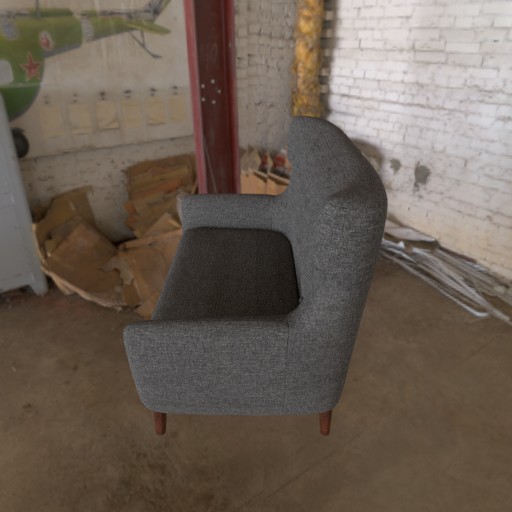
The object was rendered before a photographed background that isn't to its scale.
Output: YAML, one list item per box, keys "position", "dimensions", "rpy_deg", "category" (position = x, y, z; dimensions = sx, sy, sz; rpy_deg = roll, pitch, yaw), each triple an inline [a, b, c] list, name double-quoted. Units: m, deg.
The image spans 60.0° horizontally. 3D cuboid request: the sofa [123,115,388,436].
- position: [0.000, 0.000, 2.021]
  dimensions: [0.874, 1.028, 1.358]
  rpy_deg: [0, 27, 0]
  category: "sofa"
